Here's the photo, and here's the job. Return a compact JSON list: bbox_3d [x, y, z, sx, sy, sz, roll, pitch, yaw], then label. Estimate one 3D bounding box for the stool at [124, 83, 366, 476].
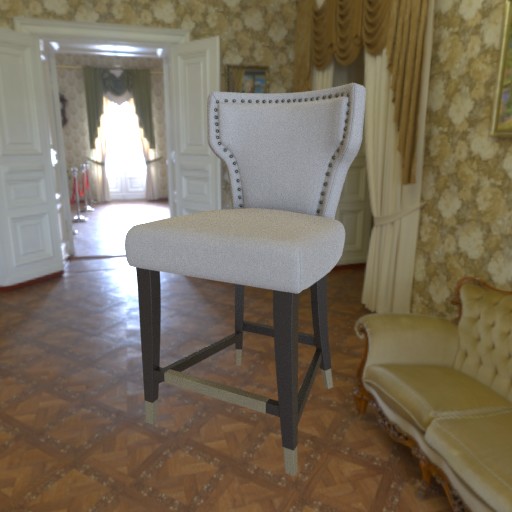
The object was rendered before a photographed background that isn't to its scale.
[{"bbox_3d":[0.000,0.000,1.325,0.527,0.982,0.563,7,16,27],"label":"stool"}]
